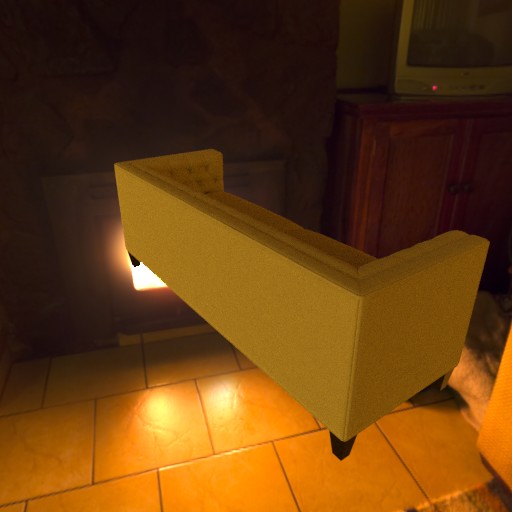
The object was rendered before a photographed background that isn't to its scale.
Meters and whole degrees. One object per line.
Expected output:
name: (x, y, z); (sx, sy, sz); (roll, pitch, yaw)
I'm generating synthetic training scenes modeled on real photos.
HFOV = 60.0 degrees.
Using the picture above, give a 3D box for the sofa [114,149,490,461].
sofa: (0.000, 0.000, 2.523); (0.775, 0.762, 2.159); (-17, 31, -32)
